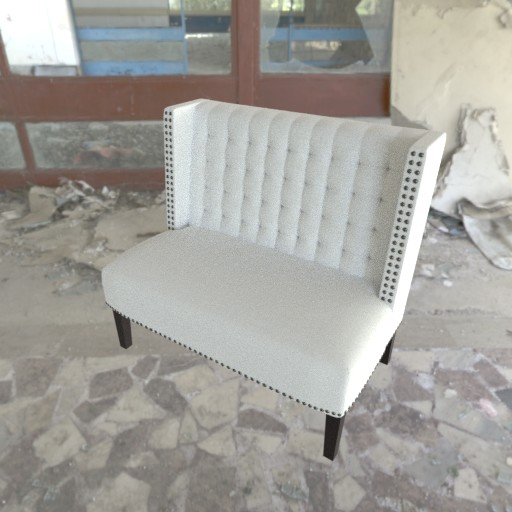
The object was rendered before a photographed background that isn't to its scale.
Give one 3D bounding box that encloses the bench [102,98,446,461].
[{"bbox_3d":[0.000,0.000,2.019,1.280,1.123,0.847,18,35,28],"label":"bench"}]
